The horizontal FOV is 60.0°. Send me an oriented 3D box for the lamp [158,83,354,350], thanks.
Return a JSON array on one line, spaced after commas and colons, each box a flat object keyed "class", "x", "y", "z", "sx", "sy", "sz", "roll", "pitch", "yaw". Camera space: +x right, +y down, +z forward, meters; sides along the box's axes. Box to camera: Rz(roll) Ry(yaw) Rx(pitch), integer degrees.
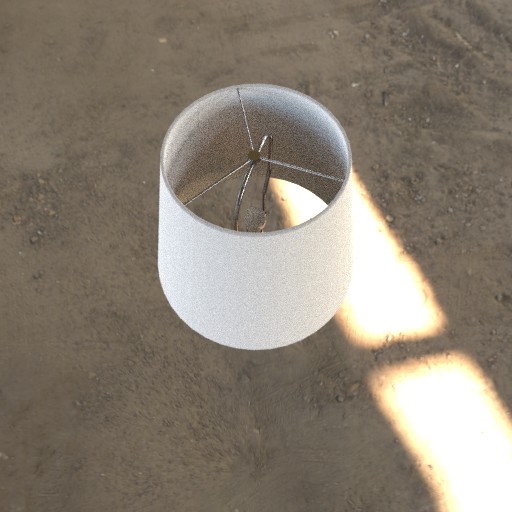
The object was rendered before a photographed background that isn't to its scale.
[{"class": "lamp", "x": 0.000, "y": 0.000, "z": 0.814, "sx": 0.355, "sy": 0.582, "sz": 0.355, "roll": 0, "pitch": 63, "yaw": 0}]
